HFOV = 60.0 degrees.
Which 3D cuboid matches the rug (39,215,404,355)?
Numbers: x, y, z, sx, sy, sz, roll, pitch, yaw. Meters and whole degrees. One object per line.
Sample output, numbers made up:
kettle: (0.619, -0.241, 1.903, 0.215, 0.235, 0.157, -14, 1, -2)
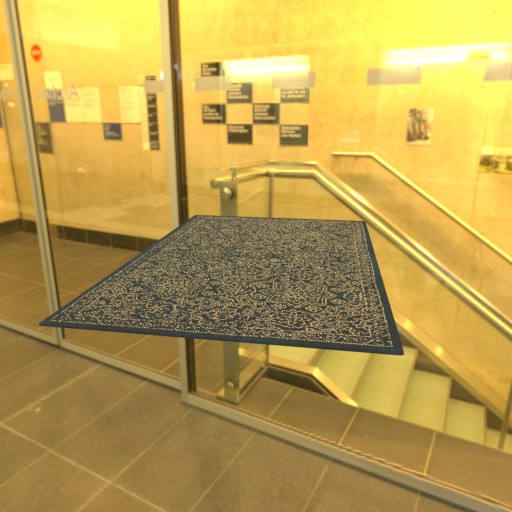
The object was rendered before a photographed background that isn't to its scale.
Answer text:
rug: (0.000, 0.000, 2.292, 1.219, 0.010, 1.829, 3, 18, 9)
